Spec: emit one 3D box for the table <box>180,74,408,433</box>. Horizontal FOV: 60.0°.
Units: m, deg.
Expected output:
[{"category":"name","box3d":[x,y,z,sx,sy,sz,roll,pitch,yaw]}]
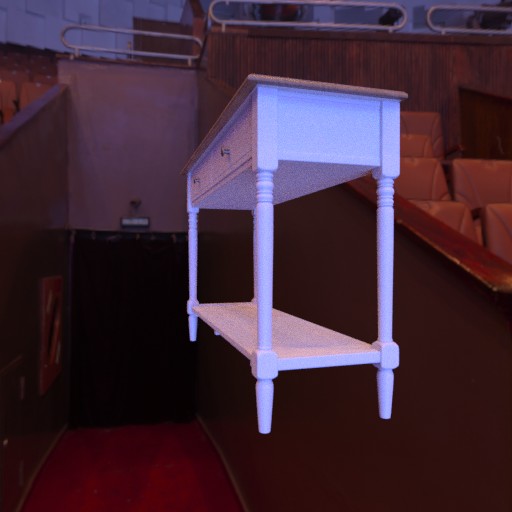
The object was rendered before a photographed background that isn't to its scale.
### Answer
[{"category":"table","box3d":[0.000,0.000,1.592,0.399,0.800,1.219,0,0,-17]}]
